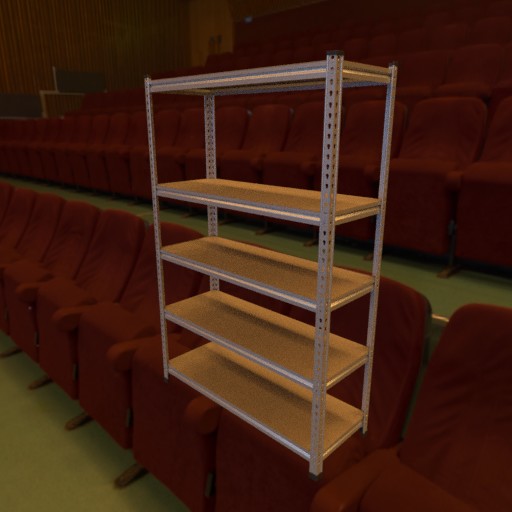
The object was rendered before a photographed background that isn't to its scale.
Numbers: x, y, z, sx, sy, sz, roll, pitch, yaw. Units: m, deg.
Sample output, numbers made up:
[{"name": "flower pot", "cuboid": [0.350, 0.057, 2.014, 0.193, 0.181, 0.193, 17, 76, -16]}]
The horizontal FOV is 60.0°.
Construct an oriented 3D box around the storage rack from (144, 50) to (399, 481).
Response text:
[{"name": "storage rack", "cuboid": [0.000, 0.000, 2.348, 1.219, 1.829, 0.457, 15, 23, 42]}]
